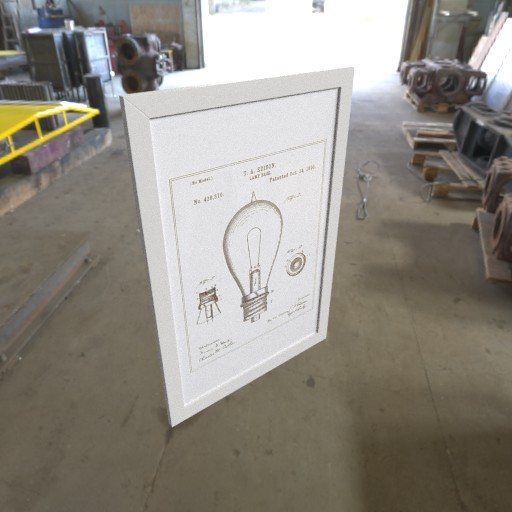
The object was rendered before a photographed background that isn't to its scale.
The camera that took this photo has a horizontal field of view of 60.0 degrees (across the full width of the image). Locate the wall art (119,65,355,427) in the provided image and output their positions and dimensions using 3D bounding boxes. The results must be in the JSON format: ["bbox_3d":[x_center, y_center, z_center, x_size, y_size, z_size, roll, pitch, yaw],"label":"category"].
[{"bbox_3d":[0.000,0.000,0.629,0.325,0.474,0.010,-22,37,-32],"label":"wall art"}]
